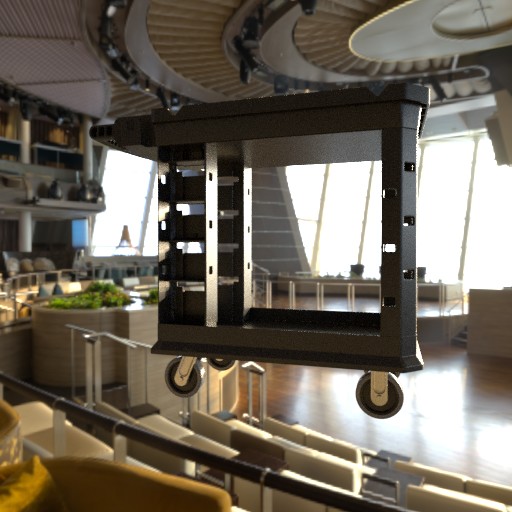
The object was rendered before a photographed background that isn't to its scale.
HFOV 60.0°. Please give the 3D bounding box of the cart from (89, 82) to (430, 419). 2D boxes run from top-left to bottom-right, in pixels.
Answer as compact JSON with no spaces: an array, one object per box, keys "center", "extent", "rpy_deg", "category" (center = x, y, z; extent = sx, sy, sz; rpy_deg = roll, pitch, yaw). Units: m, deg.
[{"center":[0.000,0.000,1.493],"extent":[1.061,0.884,0.497],"rpy_deg":[0,1,17],"category":"cart"}]
